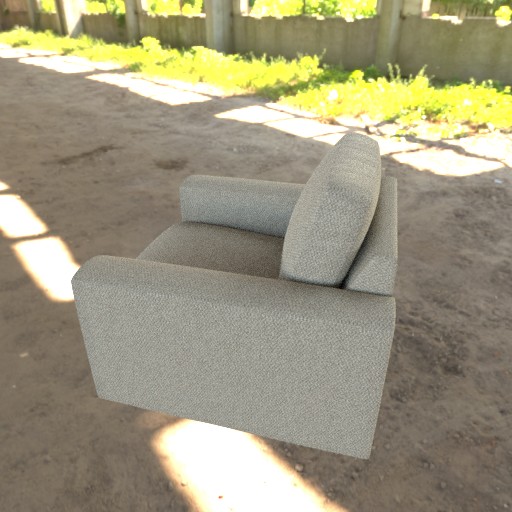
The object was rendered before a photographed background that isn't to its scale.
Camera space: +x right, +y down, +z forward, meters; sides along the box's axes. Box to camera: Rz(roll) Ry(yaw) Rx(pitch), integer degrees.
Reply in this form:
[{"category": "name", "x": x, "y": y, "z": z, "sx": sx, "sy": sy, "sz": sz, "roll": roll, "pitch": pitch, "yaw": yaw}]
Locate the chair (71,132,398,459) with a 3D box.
[{"category": "chair", "x": 0.000, "y": 0.000, "z": 1.735, "sx": 1.016, "sy": 0.873, "sz": 1.005, "roll": 8, "pitch": 31, "yaw": 13}]
